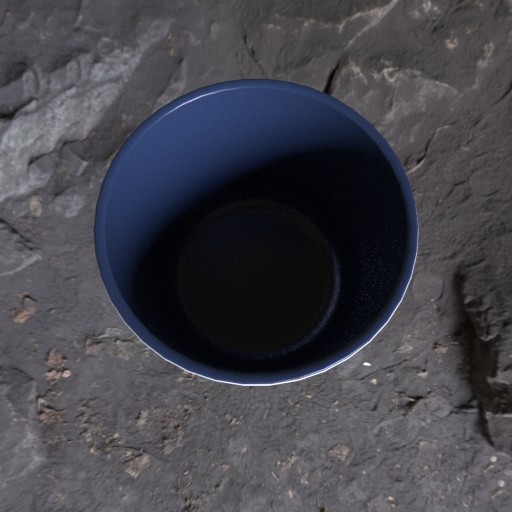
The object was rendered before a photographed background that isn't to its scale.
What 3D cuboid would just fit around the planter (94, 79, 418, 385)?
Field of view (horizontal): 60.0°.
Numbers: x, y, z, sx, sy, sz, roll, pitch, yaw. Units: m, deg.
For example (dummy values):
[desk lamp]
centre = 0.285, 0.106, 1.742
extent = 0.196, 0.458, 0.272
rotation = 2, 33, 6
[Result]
[planter]
centre = 0.000, 0.000, 0.325
extent = 0.182, 0.165, 0.182
rotation = 0, 74, 0
